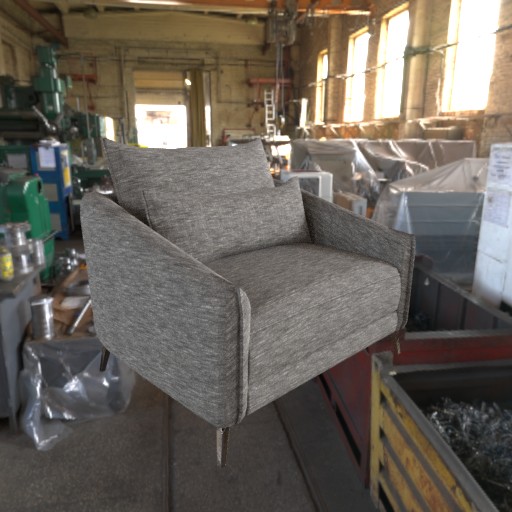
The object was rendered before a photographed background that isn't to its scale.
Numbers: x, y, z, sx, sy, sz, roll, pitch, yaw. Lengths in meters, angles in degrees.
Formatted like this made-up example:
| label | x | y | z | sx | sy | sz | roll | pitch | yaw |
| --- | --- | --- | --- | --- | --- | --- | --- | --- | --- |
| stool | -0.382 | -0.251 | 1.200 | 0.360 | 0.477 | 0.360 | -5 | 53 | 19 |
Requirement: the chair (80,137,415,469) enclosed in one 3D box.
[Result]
| label | x | y | z | sx | sy | sz | roll | pitch | yaw |
| --- | --- | --- | --- | --- | --- | --- | --- | --- | --- |
| chair | 0.000 | 0.000 | 1.621 | 1.004 | 0.842 | 0.805 | -14 | 20 | -42 |
